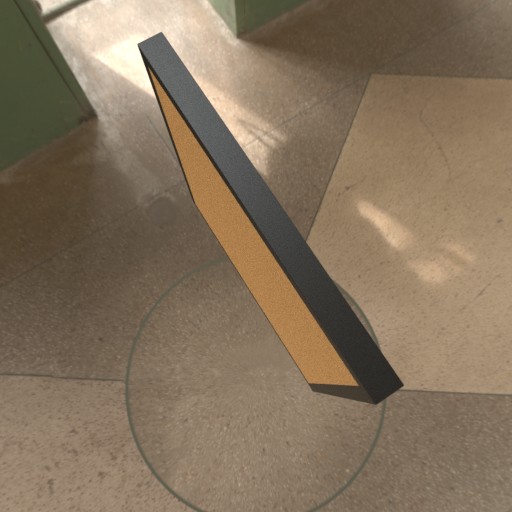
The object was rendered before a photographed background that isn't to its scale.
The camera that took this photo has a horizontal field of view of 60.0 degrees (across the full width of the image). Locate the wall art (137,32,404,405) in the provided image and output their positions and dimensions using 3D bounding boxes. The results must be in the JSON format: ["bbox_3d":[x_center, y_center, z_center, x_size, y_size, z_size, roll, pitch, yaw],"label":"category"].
[{"bbox_3d":[0.000,0.000,0.745,0.036,0.508,0.508,-31,77,-8],"label":"wall art"}]
